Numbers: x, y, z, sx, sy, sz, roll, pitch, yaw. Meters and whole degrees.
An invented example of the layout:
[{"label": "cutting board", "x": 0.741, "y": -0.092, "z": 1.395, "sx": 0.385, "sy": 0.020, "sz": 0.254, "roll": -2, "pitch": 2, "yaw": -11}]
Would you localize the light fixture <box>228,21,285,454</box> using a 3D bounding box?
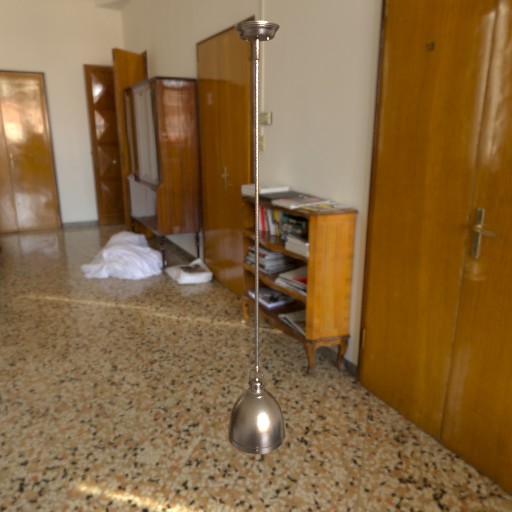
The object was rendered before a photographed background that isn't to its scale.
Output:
[{"label": "light fixture", "x": 0.000, "y": 0.000, "z": 1.457, "sx": 0.217, "sy": 1.367, "sz": 0.211, "roll": 8, "pitch": 17, "yaw": 26}]
